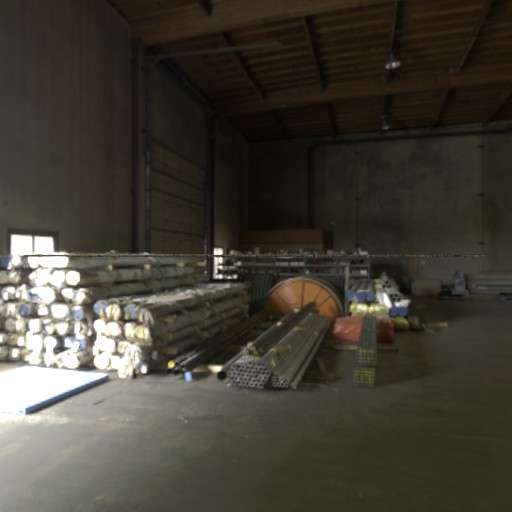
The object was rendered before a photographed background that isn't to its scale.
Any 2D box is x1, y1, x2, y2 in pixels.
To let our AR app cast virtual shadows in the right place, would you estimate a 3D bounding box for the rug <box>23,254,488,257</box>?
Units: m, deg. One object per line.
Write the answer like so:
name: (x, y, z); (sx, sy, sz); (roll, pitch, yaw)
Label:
rug: (0.000, 0.000, 3.933); (2.932, 0.015, 2.315); (0, 0, 0)
